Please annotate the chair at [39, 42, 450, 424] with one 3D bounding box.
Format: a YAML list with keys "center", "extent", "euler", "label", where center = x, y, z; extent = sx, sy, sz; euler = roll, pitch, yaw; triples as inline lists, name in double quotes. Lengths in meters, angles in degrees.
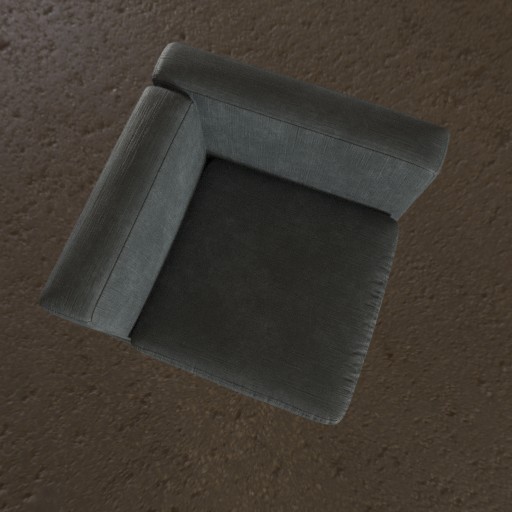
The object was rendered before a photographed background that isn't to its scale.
- center: [0.000, 0.000, 1.182]
  extent: [0.680, 0.660, 0.680]
  euler: [19, 75, 5]
  label: "chair"
